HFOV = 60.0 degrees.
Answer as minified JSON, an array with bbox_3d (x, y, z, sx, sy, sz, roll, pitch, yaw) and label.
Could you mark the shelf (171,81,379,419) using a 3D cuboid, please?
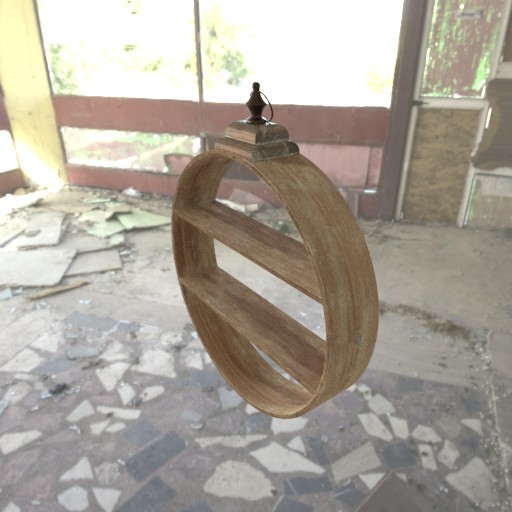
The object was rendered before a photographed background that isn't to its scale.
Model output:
[{"bbox_3d":[0.000,0.000,0.987,0.125,0.725,0.601,-18,31,-32],"label":"shelf"}]
